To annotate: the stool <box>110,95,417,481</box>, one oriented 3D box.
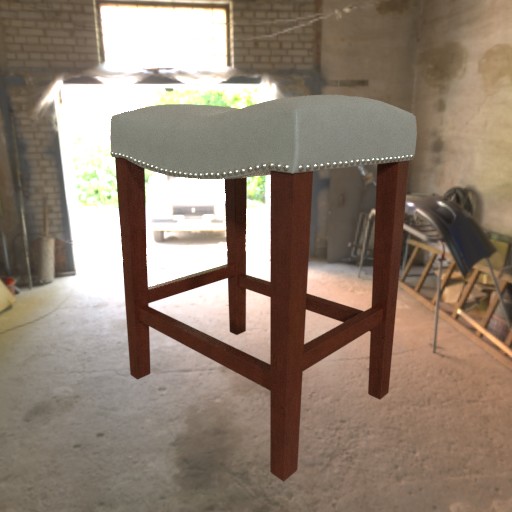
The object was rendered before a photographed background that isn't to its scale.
[{"bbox_3d":[0.000,0.000,0.956,0.509,0.632,0.375,15,22,42],"label":"stool"}]
